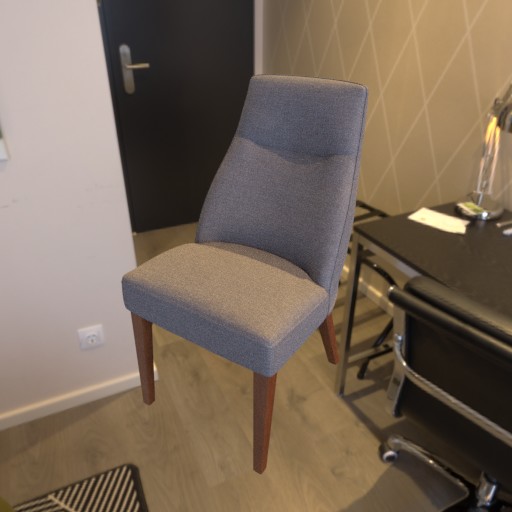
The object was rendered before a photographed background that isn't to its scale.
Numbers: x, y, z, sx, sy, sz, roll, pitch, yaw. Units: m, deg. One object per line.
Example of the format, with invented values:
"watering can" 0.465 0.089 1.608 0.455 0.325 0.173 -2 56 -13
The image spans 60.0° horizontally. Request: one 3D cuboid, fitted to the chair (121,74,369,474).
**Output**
"chair" 0.000 0.000 1.302 0.500 0.930 0.620 18 34 29
